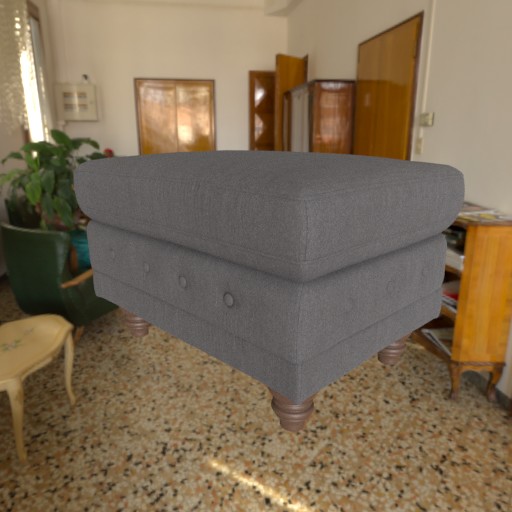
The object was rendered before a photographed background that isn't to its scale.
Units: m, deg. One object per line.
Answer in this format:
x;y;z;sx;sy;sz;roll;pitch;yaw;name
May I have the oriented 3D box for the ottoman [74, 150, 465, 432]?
0.000;0.000;1.096;0.569;0.500;0.771;-15;21;-42;ottoman
